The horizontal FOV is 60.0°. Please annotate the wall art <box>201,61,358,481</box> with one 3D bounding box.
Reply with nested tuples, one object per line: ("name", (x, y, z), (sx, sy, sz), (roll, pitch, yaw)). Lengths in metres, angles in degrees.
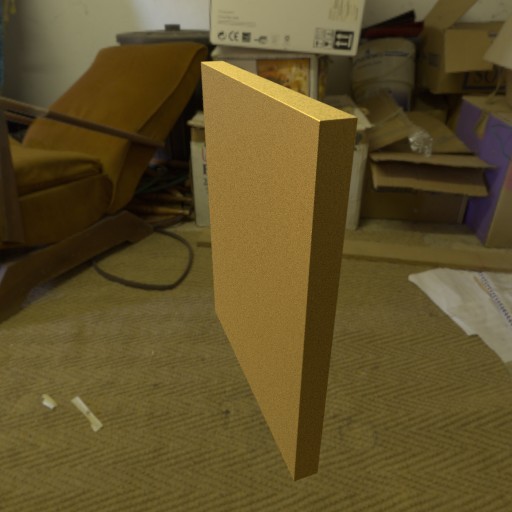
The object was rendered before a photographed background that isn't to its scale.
("wall art", (0.000, 0.000, 0.865), (0.048, 0.642, 0.537), (-10, 32, -17))
